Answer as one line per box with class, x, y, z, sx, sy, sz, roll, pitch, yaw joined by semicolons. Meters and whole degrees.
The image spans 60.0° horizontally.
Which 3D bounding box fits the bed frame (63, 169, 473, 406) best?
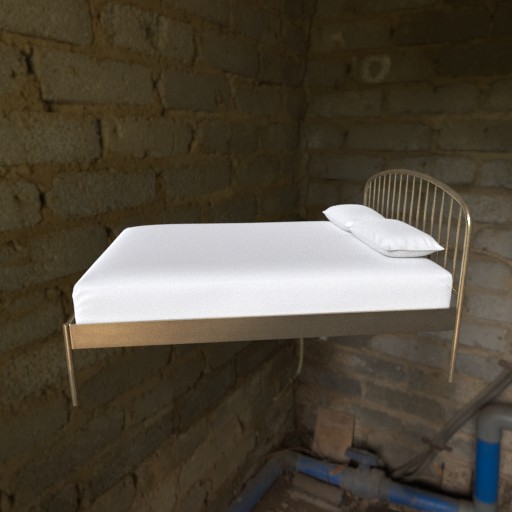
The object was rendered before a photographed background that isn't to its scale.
bed frame;0.000;0.000;3.095;2.152;1.175;1.612;-2;15;-6
